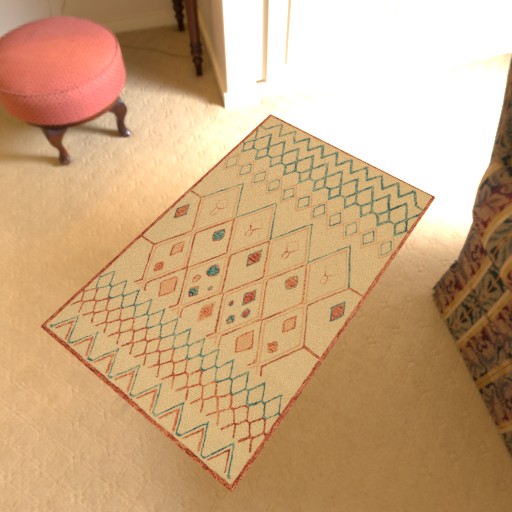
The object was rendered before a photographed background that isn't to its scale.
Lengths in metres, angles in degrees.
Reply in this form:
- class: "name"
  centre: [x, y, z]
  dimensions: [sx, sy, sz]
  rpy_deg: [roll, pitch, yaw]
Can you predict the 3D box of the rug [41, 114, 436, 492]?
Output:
- class: "rug"
  centre: [0.000, 0.000, 3.030]
  dimensions: [1.524, 0.015, 2.438]
  rpy_deg: [32, 63, 19]
